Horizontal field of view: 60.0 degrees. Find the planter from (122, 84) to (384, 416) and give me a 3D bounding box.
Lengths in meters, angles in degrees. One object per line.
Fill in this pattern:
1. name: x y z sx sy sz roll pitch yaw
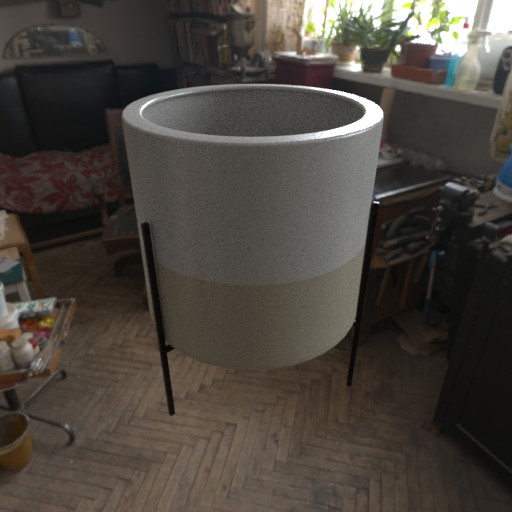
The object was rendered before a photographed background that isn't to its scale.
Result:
1. planter: 0.000 0.000 0.739 0.368 0.484 0.359 10 32 16
